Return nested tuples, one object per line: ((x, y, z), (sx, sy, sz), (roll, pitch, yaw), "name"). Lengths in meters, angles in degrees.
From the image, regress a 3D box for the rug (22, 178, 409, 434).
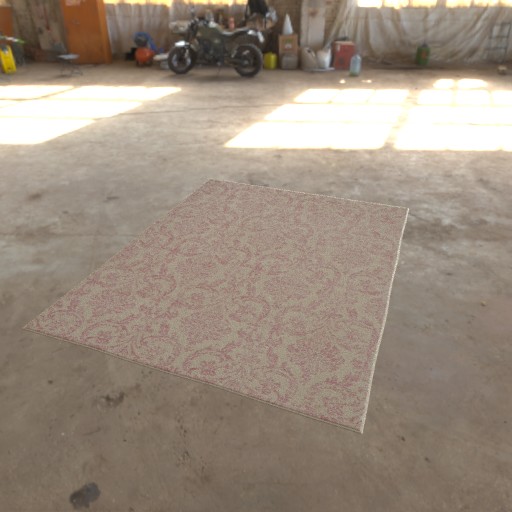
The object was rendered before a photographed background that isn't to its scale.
((0.000, 0.000, 3.917), (2.363, 0.012, 2.980), (11, 34, 18), "rug")
